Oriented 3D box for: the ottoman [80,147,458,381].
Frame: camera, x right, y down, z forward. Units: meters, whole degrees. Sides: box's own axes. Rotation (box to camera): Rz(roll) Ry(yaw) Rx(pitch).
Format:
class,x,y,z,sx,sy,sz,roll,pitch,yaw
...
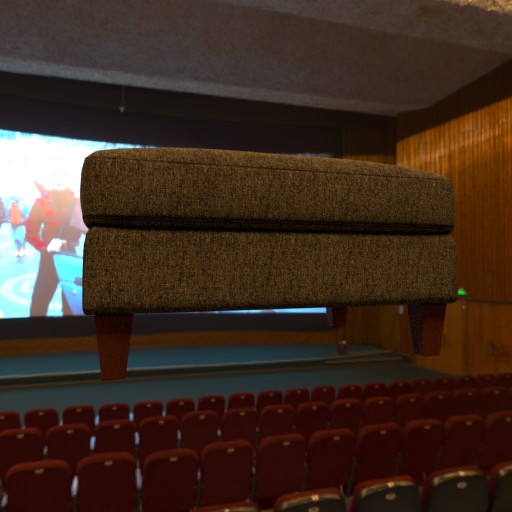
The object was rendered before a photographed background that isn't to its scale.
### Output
class,x,y,z,sx,sy,sz,roll,pitch,yaw
ottoman,0.000,0.000,1.200,0.864,0.483,0.584,0,-1,-17
